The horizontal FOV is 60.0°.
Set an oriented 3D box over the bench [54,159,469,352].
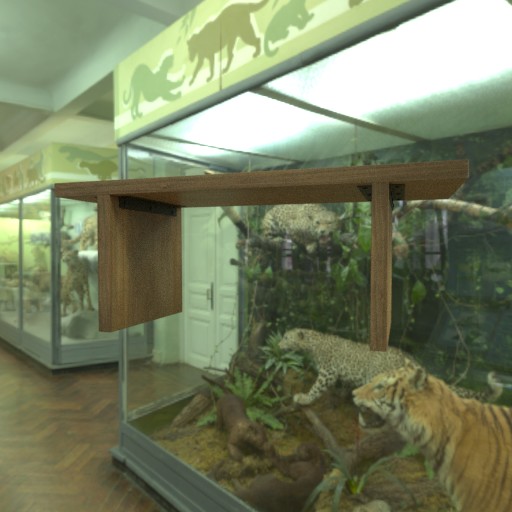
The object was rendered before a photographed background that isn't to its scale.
[{"bbox_3d":[0.000,0.000,1.428,1.183,0.458,0.458,0,1,18],"label":"bench"}]
